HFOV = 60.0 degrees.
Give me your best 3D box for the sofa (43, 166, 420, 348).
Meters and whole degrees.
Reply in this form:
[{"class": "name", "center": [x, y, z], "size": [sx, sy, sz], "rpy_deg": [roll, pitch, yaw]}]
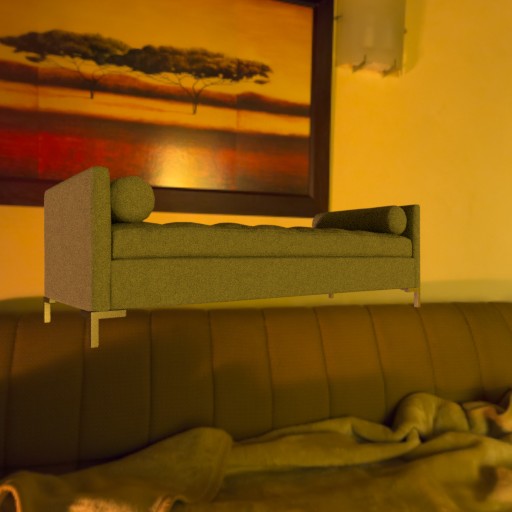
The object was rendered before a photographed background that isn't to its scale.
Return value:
[{"class": "sofa", "center": [0.000, 0.000, 2.529], "size": [2.102, 0.657, 0.797], "rpy_deg": [0, 0, -37]}]
